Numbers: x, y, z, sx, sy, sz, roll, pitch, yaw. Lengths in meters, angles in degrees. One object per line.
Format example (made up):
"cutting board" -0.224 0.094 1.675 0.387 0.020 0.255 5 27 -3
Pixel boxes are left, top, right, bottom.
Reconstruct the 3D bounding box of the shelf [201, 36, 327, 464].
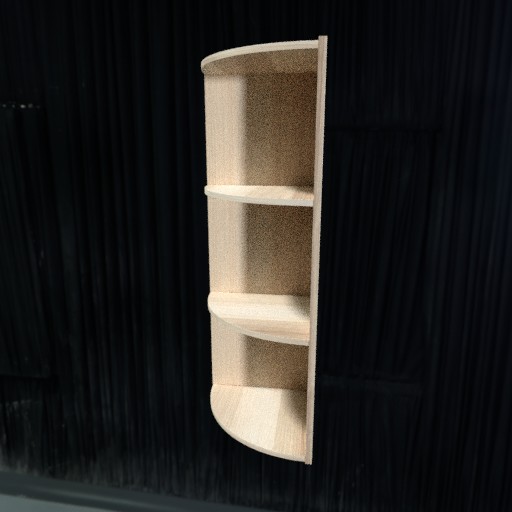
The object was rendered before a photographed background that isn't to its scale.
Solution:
"shelf" 0.000 0.000 1.036 0.290 0.872 0.290 2 14 8
